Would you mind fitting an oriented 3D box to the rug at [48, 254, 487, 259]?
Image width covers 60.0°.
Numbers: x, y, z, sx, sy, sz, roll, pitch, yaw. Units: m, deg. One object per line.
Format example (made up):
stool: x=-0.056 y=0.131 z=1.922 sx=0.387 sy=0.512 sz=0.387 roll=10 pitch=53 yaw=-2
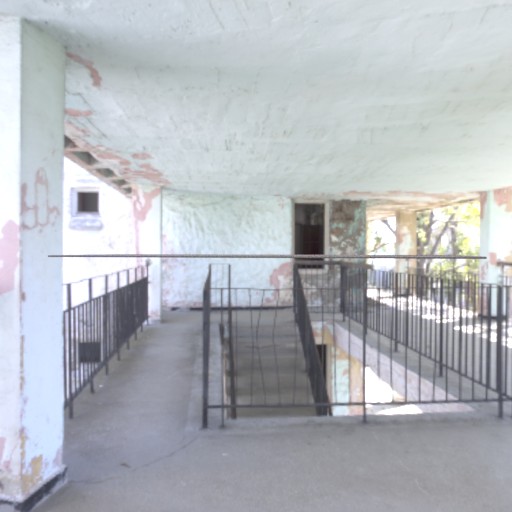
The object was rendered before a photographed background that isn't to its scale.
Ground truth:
rug: x=0.000 y=0.000 z=2.746 sx=2.448 sy=0.012 sz=0.769 roll=0 pitch=1 yaw=16
